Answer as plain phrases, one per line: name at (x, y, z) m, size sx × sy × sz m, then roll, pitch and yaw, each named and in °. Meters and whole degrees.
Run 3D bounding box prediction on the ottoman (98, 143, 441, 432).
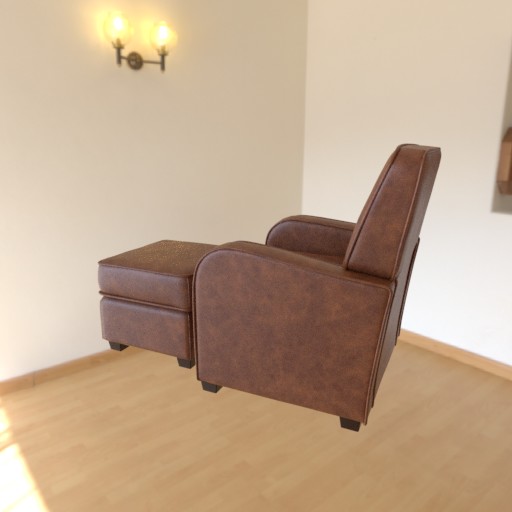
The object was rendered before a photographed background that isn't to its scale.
ottoman at (0.000, 0.000, 1.830) m, size 1.314 × 0.904 × 0.732 m, roll 7°, pitch 16°, yaw 24°
